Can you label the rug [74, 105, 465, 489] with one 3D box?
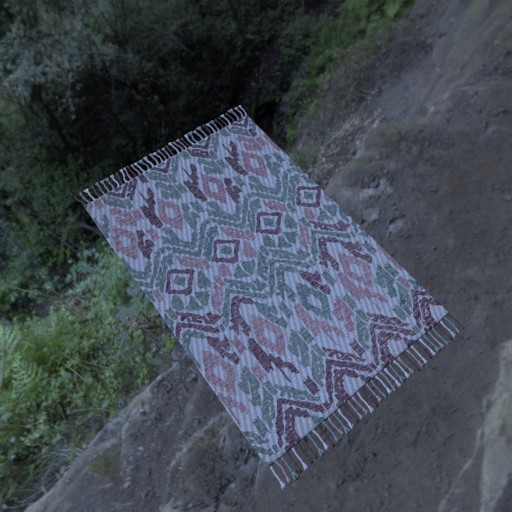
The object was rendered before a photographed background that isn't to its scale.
[{"bbox_3d":[0.000,0.000,3.024,1.524,0.011,2.438,-34,67,-17],"label":"rug"}]
